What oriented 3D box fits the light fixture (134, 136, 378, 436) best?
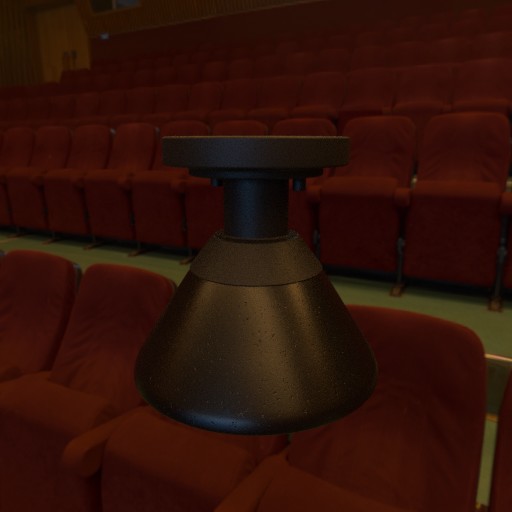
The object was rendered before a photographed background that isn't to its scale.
[{"bbox_3d":[0.000,0.000,0.354,0.200,0.183,0.200,0,14,0],"label":"light fixture"}]
